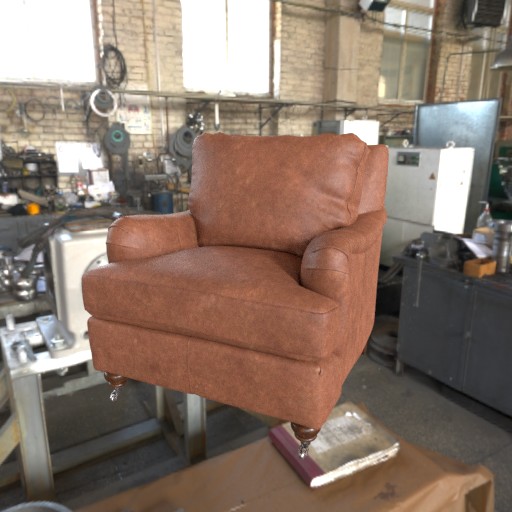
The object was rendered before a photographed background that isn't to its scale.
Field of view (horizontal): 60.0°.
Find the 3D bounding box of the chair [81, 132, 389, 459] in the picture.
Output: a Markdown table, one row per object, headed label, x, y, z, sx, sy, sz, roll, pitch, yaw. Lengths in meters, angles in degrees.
| label | x | y | z | sx | sy | sz | roll | pitch | yaw |
| --- | --- | --- | --- | --- | --- | --- | --- | --- | --- |
| chair | 0.000 | 0.000 | 1.936 | 0.986 | 1.055 | 1.158 | 7 | 16 | 24 |
